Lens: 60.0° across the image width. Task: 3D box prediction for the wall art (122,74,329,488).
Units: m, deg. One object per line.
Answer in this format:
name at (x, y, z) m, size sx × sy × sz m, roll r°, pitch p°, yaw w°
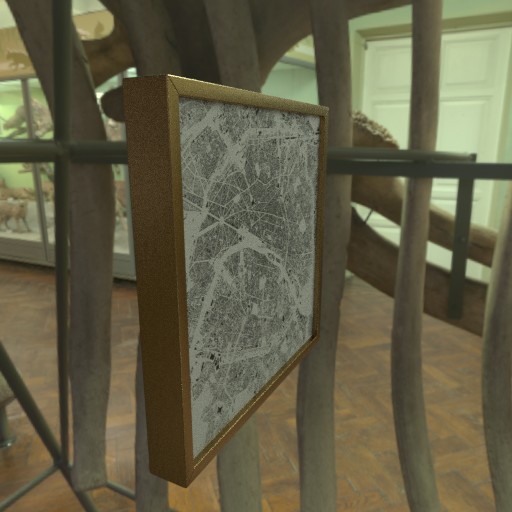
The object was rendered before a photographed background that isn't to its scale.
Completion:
wall art at (0.000, 0.000, 0.449) m, size 0.037 × 0.305 × 0.305 m, roll 8°, pitch 16°, yaw 27°
